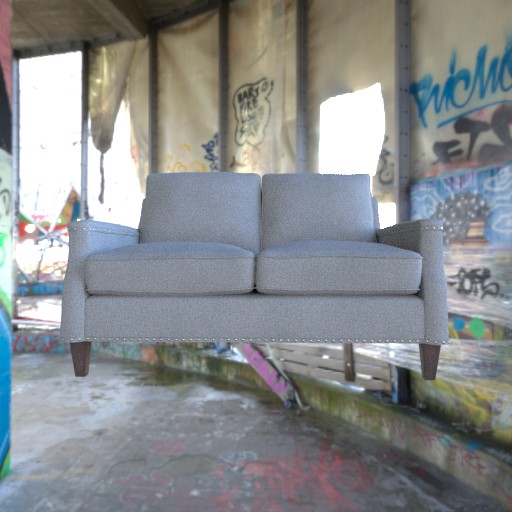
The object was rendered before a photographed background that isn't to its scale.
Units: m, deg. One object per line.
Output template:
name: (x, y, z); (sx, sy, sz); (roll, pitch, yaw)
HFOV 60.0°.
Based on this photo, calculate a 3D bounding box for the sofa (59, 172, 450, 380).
sofa: (0.000, 0.000, 2.309); (1.597, 1.003, 1.084); (0, 0, 2)
